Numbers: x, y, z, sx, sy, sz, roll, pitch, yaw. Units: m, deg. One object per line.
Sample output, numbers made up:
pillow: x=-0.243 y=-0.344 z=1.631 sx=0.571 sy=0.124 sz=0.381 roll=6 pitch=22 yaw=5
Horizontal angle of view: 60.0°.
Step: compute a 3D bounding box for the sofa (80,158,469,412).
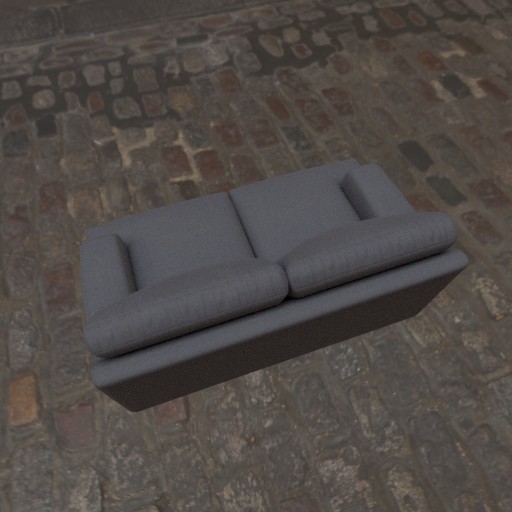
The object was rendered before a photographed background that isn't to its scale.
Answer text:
sofa: x=0.000 y=0.000 z=2.508 sx=1.880 sy=0.940 sz=1.143 roll=-16 pitch=59 yaw=-10
